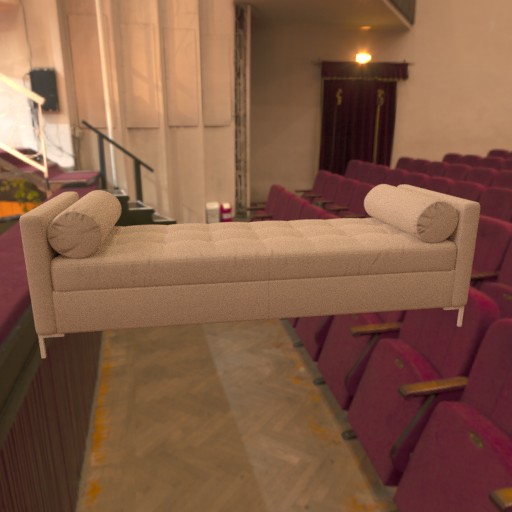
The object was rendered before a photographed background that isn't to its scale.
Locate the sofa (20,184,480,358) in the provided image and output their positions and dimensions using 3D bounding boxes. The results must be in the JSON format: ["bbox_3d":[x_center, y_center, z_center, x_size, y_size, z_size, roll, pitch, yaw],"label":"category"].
[{"bbox_3d":[0.000,0.000,2.272,1.981,0.635,0.686,-3,16,-9],"label":"sofa"}]
